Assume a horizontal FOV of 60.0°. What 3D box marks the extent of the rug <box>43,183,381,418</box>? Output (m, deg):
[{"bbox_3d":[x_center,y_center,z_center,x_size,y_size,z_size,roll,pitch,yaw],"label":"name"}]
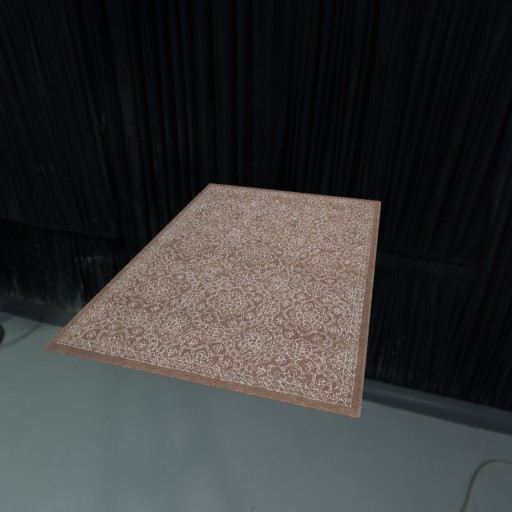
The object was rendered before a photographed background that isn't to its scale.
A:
[{"bbox_3d":[0.000,0.000,2.933,1.524,0.011,2.286,8,31,14],"label":"rug"}]
